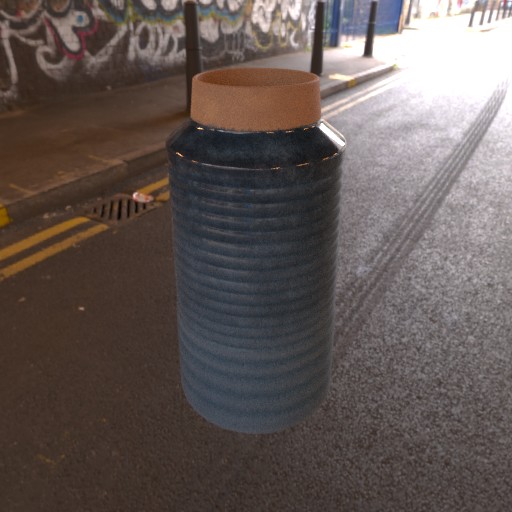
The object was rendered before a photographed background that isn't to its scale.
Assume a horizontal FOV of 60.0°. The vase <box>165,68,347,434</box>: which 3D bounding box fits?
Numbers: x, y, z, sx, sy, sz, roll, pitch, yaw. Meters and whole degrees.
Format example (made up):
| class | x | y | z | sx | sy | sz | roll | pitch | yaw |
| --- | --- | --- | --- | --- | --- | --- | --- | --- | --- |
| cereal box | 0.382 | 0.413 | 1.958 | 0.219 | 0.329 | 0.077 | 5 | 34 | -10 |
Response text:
| class | x | y | z | sx | sy | sz | roll | pitch | yaw |
| --- | --- | --- | --- | --- | --- | --- | --- | --- | --- |
| vase | 0.000 | 0.000 | 0.416 | 0.163 | 0.316 | 0.163 | 0 | 30 | 0 |
